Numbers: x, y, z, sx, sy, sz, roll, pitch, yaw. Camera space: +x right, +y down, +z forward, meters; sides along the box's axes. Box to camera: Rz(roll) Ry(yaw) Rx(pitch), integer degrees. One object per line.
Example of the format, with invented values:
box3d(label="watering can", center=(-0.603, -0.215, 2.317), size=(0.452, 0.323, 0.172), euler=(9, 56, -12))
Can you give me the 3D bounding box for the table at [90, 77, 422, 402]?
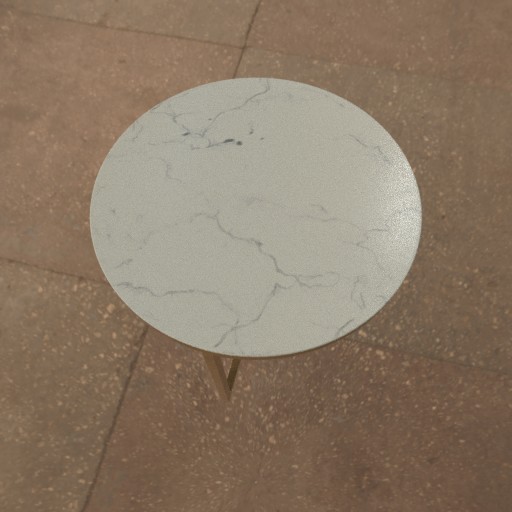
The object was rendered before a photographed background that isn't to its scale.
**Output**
box3d(label="table", center=(0.000, 0.000, 0.862), size=(0.500, 0.420, 0.500), euler=(0, 63, 0))
